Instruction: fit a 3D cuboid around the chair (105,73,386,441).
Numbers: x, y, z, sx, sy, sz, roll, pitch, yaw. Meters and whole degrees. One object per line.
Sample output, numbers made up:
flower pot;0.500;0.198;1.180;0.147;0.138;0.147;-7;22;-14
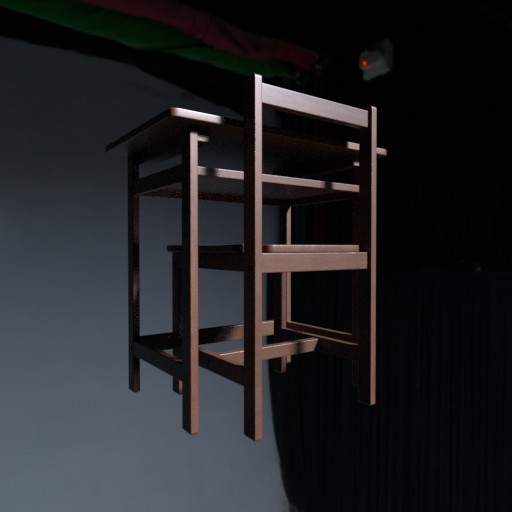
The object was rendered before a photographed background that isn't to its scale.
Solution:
chair;0.000;0.000;1.091;0.599;0.673;0.463;-1;1;-36
